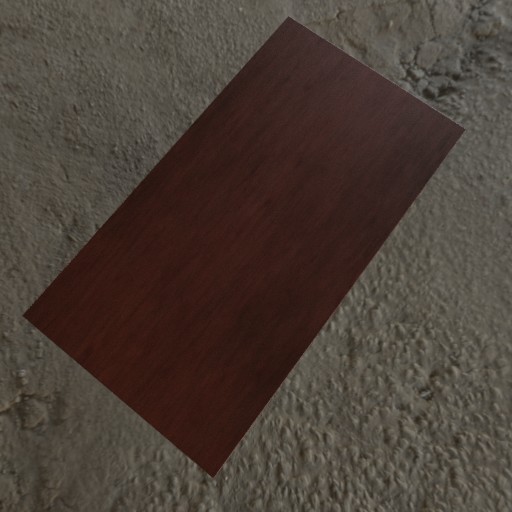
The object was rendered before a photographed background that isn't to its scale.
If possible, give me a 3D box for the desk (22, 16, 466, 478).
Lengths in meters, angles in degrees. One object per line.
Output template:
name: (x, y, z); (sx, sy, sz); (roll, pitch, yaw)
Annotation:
desk: (0.000, 0.000, 1.412); (0.549, 0.762, 1.001); (37, 79, 8)
